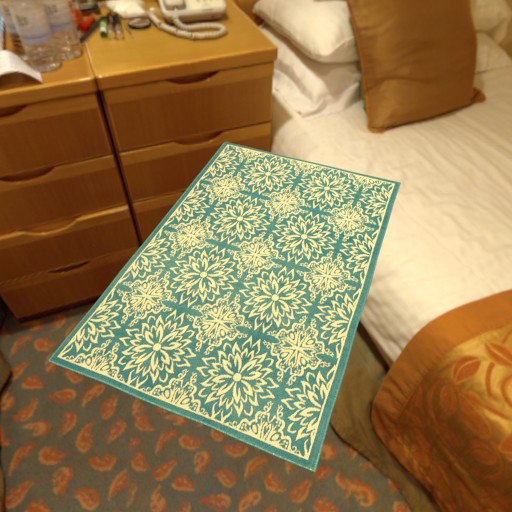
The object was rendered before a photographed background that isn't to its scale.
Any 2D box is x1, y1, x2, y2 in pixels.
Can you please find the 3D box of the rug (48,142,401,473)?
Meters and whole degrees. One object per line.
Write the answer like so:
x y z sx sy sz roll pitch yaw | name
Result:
0.000 0.000 3.547 1.830 0.018 2.769 17 50 15 | rug
